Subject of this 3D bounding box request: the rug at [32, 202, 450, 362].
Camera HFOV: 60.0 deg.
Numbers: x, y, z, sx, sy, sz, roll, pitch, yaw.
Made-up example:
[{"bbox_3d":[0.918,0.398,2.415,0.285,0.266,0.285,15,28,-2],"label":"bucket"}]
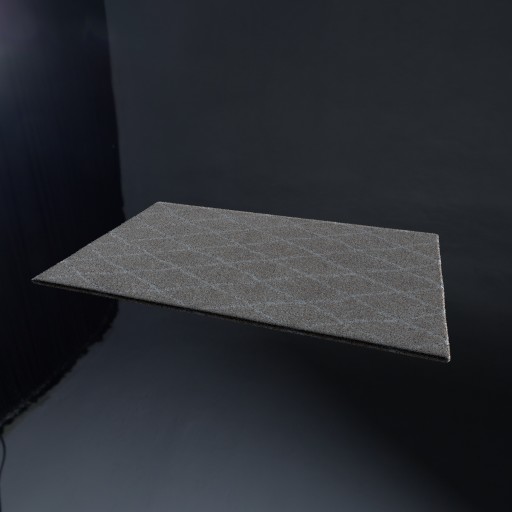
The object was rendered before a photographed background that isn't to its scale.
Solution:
[{"bbox_3d":[0.000,0.000,3.476,2.743,0.030,1.778,8,27,17],"label":"rug"}]
